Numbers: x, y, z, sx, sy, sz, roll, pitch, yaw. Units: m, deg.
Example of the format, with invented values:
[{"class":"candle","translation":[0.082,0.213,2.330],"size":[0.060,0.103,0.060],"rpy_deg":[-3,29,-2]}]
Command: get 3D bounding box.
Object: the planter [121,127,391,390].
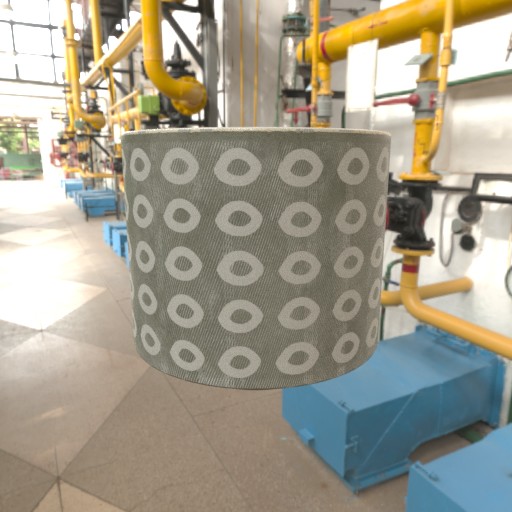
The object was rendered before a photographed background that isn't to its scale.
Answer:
[{"class":"planter","translation":[0.000,0.000,0.344],"size":[0.190,0.181,0.190],"rpy_deg":[0,13,0]}]
